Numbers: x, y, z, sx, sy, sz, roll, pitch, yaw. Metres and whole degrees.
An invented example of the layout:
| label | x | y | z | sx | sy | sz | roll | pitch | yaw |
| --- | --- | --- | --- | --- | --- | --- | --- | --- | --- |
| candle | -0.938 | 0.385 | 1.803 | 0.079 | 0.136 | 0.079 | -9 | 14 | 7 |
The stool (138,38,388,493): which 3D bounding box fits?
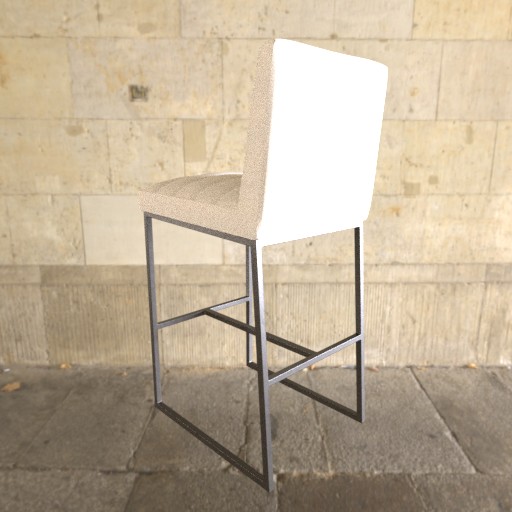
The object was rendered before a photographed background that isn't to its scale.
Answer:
| label | x | y | z | sx | sy | sz | roll | pitch | yaw |
| --- | --- | --- | --- | --- | --- | --- | --- | --- | --- |
| stool | 0.000 | 0.000 | 1.332 | 0.464 | 1.061 | 0.573 | -13 | 18 | -43 |
